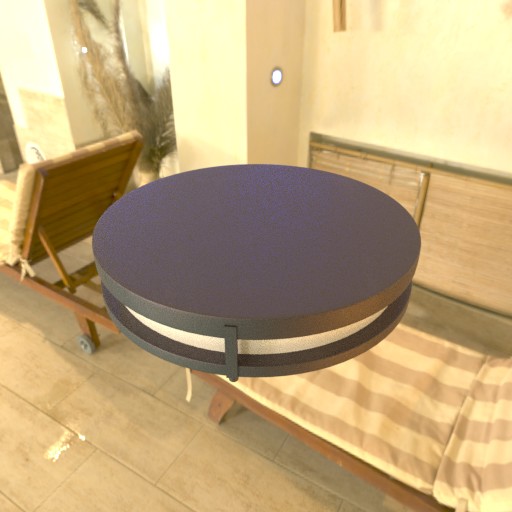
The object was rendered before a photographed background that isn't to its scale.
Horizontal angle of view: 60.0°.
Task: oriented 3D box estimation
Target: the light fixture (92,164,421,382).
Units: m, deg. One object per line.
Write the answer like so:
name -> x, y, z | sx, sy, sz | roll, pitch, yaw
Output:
light fixture -> 0.000, 0.000, 0.526 | 0.356, 0.102, 0.356 | 0, 31, 0
